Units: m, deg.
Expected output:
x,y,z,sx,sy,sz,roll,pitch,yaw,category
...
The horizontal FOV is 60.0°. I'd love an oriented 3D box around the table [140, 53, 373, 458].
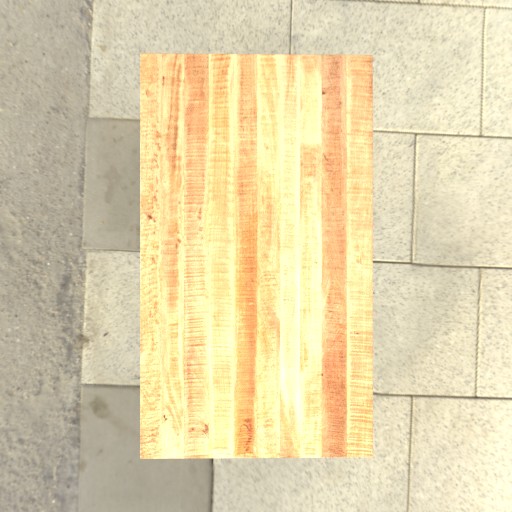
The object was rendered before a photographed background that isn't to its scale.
x,y,z,sx,sy,sz,roll,pitch,yaw,category
0.000,0.000,1.676,0.760,0.455,1.320,0,90,-1,table
